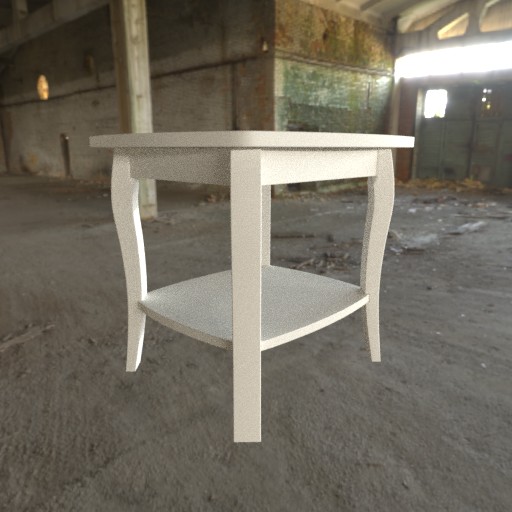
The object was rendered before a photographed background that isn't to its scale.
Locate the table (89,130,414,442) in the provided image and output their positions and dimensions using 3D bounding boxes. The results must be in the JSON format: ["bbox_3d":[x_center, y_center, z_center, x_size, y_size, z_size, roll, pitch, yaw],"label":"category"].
[{"bbox_3d":[0.000,0.000,0.841,0.451,0.438,0.502,13,19,43],"label":"table"}]
